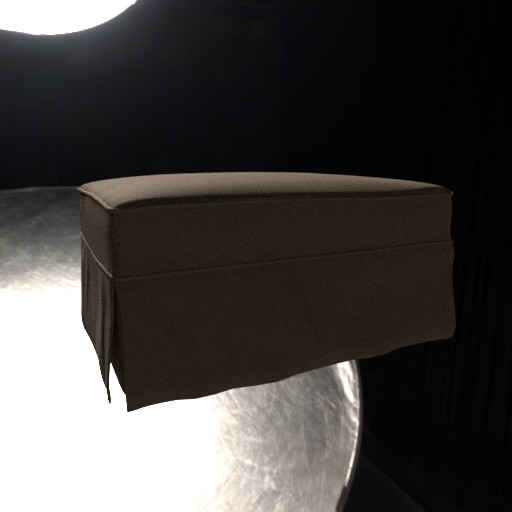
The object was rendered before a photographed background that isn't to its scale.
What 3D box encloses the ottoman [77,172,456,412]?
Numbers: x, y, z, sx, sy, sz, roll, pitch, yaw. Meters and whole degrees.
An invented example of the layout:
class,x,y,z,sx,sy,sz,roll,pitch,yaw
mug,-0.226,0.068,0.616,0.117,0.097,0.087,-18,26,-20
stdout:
class,x,y,z,sx,sy,sz,roll,pitch,yaw
ottoman,0.000,0.000,1.306,0.959,0.482,0.721,-6,13,-26
